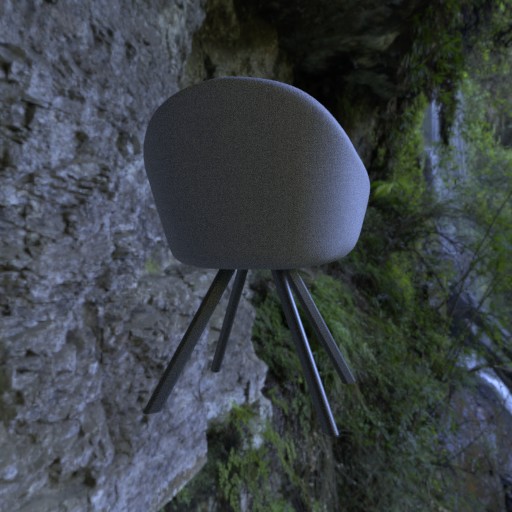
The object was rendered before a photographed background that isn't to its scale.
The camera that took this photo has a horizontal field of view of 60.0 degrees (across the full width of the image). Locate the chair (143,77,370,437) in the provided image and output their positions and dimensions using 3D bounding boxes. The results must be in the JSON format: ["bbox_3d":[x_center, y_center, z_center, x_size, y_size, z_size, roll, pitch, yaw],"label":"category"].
[{"bbox_3d":[0.000,0.000,1.217,0.590,0.795,0.550,0,0,17],"label":"chair"}]
